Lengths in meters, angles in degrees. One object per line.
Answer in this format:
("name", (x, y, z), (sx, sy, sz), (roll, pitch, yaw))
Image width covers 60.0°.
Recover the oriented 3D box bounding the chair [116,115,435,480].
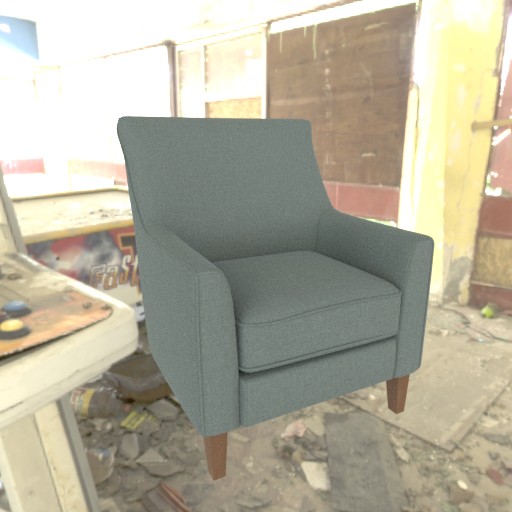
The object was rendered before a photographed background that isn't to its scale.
("chair", (0.000, 0.000, 1.502), (0.756, 0.916, 0.879), (-8, 17, -26))
